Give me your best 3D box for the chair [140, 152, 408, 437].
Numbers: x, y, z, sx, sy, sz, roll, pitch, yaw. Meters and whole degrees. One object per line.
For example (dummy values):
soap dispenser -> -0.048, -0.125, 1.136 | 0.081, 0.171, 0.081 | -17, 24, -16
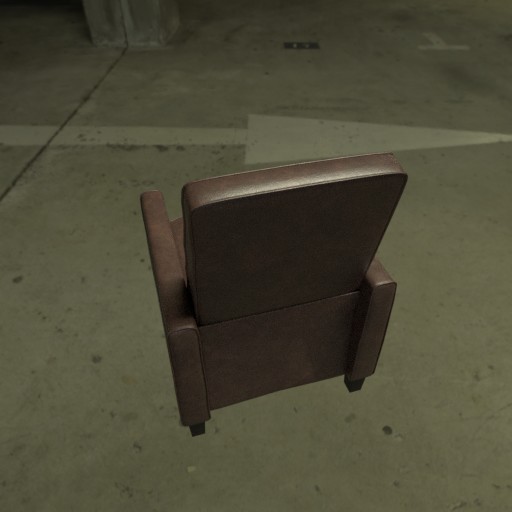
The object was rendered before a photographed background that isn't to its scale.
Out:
chair -> 0.000, 0.000, 1.526 | 0.705, 1.013, 0.746 | -11, 41, -13
